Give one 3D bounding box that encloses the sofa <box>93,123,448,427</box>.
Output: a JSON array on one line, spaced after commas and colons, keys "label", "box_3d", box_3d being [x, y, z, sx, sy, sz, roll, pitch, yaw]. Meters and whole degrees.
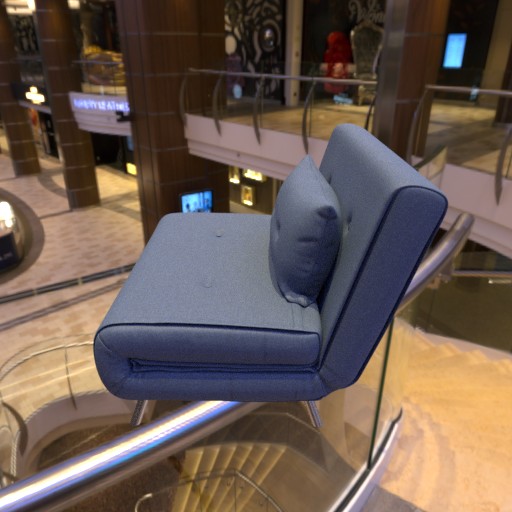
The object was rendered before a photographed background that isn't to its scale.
[{"label": "sofa", "box_3d": [0.000, 0.000, 1.726, 0.996, 0.860, 0.999, 0, 25, 0]}]
